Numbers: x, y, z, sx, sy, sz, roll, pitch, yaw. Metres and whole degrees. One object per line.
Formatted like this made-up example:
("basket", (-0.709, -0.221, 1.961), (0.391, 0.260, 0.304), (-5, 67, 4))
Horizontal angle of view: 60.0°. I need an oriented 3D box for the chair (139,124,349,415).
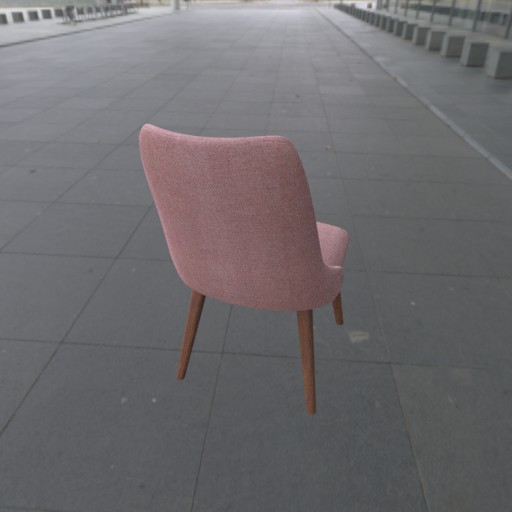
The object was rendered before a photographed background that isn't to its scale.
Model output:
("chair", (0.000, 0.000, 1.347), (0.535, 0.918, 0.707), (10, 32, 16))
